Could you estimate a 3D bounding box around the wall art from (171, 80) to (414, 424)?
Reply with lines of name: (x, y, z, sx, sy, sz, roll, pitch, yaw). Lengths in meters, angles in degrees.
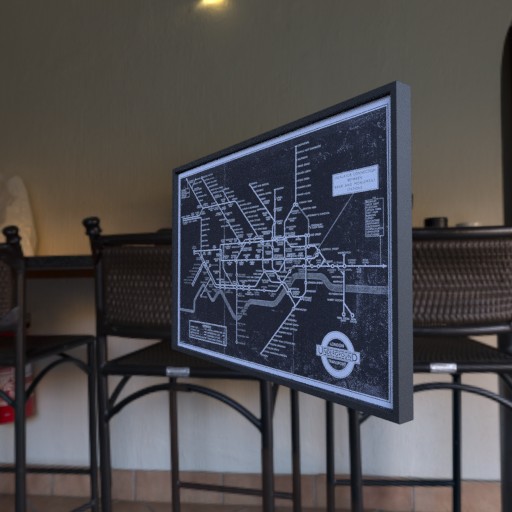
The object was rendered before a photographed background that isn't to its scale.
wall art: (0.000, 0.000, 0.571, 0.021, 0.301, 0.443, 1, -2, -37)
